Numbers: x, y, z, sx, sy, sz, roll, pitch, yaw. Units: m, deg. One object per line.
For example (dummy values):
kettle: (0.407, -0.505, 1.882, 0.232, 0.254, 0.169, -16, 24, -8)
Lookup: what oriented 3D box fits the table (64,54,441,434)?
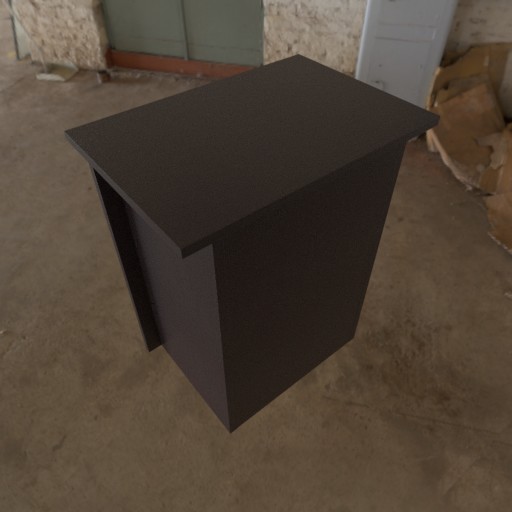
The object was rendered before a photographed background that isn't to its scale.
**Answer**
table: (0.000, 0.000, 1.089, 0.589, 0.711, 0.408, -30, 52, -26)
